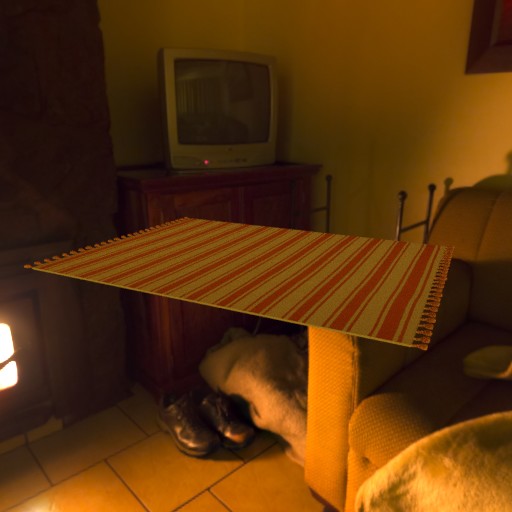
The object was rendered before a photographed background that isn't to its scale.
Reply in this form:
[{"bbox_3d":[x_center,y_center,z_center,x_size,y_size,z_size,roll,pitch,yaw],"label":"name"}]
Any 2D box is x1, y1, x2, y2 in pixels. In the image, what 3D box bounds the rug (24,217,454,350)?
[{"bbox_3d":[0.000,0.000,4.233,3.369,0.035,2.451,8,18,26],"label":"rug"}]
